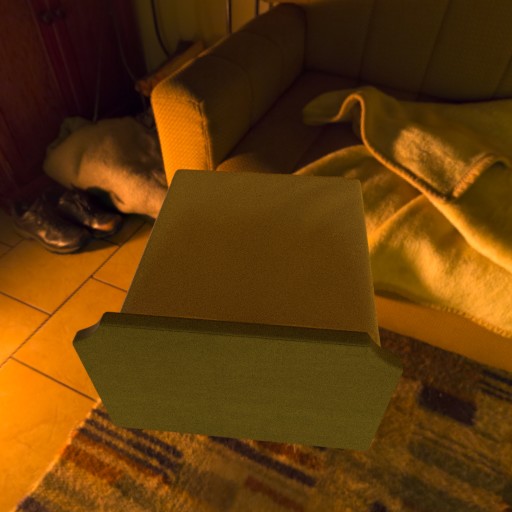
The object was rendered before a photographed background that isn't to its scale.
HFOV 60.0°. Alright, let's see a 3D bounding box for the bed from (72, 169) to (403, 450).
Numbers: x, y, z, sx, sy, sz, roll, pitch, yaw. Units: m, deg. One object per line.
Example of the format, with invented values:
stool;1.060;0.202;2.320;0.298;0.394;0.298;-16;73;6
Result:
bed;0.000;0.000;3.573;1.977;1.306;2.464;4;45;4
